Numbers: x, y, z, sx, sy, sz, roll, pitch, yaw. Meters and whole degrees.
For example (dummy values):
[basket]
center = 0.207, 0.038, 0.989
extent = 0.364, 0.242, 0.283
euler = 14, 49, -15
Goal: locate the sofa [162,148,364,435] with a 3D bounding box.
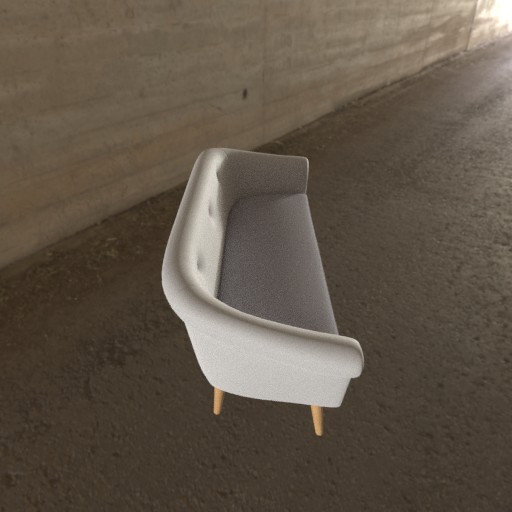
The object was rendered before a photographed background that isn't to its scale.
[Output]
[sofa]
center = 0.000, 0.000, 2.586
extent = 0.827, 0.795, 2.160
euler = 0, 32, 0
